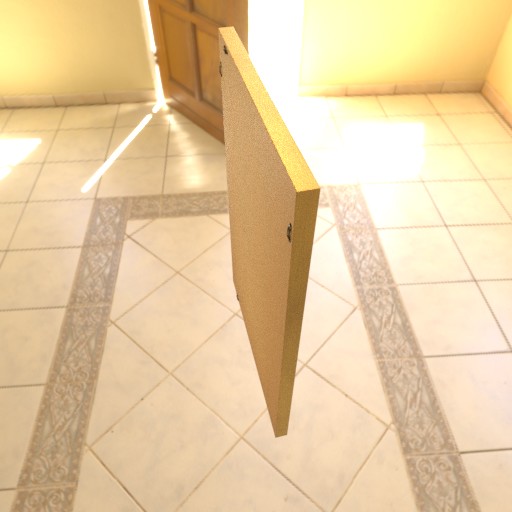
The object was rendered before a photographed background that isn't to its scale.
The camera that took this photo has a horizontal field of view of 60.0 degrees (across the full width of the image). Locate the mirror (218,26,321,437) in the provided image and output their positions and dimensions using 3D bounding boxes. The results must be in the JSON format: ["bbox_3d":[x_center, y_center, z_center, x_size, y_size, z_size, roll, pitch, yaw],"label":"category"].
[{"bbox_3d":[0.000,0.000,1.158,0.040,0.915,0.609,-10,48,-9],"label":"mirror"}]
